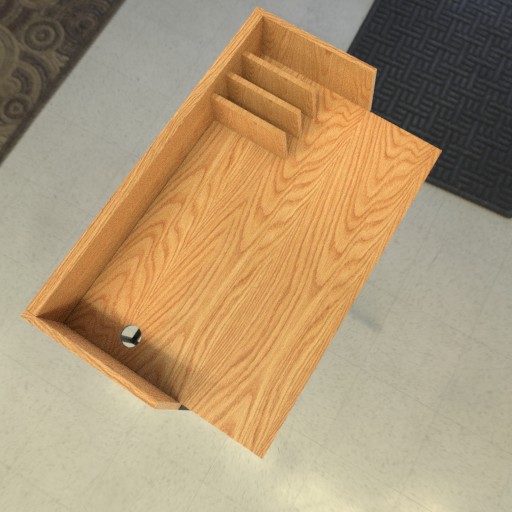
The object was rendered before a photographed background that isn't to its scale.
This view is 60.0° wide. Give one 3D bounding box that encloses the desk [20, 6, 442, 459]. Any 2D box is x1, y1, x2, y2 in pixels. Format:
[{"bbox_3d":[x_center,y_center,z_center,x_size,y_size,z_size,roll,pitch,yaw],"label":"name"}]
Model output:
[{"bbox_3d":[0.000,0.000,1.780,0.769,1.061,1.191,32,78,8],"label":"desk"}]
